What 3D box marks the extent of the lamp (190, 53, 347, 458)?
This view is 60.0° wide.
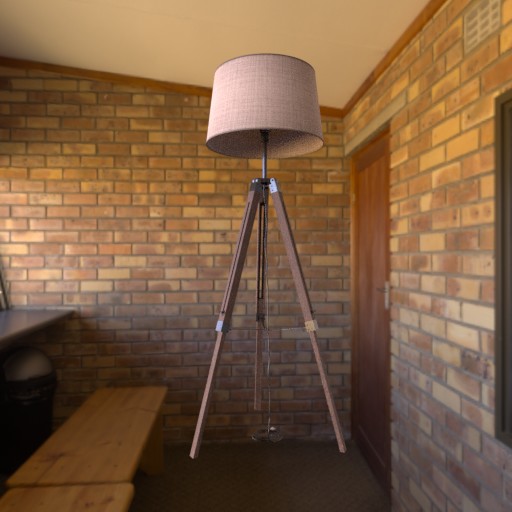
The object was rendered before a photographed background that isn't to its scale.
[{"bbox_3d":[0.000,0.000,1.830,0.587,1.510,0.604,0,0,-36],"label":"lamp"}]
